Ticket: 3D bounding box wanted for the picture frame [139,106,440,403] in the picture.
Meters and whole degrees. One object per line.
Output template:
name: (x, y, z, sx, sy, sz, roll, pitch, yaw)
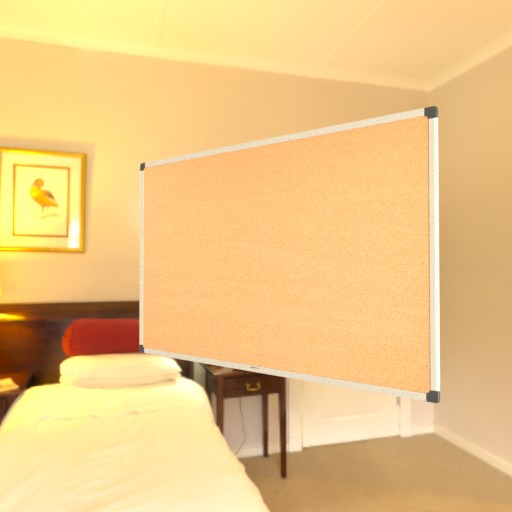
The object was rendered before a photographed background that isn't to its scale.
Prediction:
picture frame: (0.000, 0.000, 1.150, 0.900, 0.600, 0.010, -1, -1, 35)
